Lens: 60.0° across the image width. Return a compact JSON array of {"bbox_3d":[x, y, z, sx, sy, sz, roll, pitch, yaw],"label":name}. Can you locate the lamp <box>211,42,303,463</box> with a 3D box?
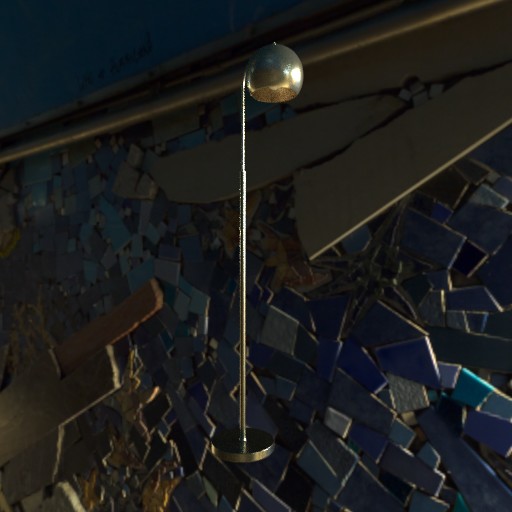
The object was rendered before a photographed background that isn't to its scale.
[{"bbox_3d":[0.000,0.000,1.679,0.250,1.526,0.431,0,0,-35],"label":"lamp"}]
